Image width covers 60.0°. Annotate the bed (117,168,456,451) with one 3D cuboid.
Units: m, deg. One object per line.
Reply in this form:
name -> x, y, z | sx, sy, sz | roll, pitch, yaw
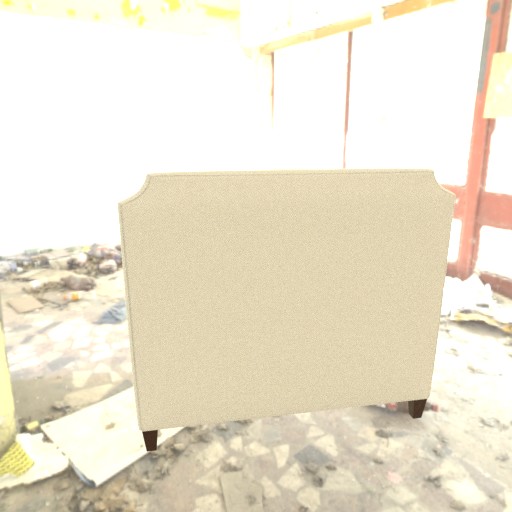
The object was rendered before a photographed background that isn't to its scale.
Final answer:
bed -> 0.000, 0.000, 3.414 | 1.712, 1.497, 2.372 | -3, 16, -10
